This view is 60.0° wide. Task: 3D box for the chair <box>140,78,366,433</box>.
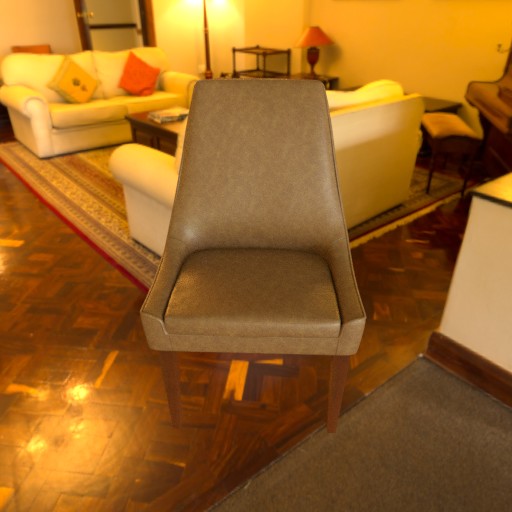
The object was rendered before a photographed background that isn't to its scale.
[{"bbox_3d":[0.000,0.000,1.237,0.529,0.861,0.544,1,30,2],"label":"chair"}]
